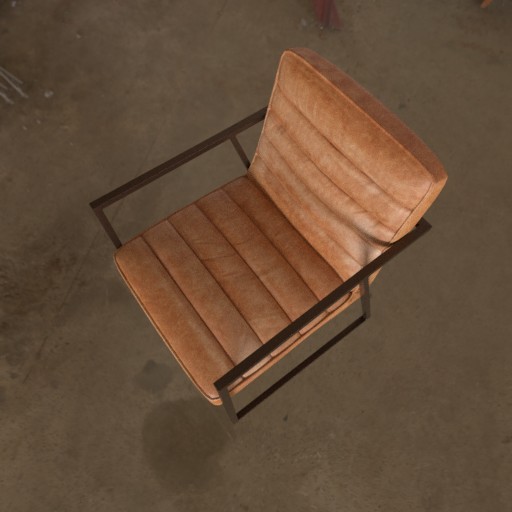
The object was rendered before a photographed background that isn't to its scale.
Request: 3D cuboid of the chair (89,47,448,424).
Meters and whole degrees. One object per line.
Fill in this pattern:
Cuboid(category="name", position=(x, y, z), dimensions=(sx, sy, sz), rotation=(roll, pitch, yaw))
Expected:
Cuboid(category="chair", position=(0.000, 0.000, 1.258), dimensions=(0.677, 0.832, 0.571), rotation=(-34, 68, -15))
